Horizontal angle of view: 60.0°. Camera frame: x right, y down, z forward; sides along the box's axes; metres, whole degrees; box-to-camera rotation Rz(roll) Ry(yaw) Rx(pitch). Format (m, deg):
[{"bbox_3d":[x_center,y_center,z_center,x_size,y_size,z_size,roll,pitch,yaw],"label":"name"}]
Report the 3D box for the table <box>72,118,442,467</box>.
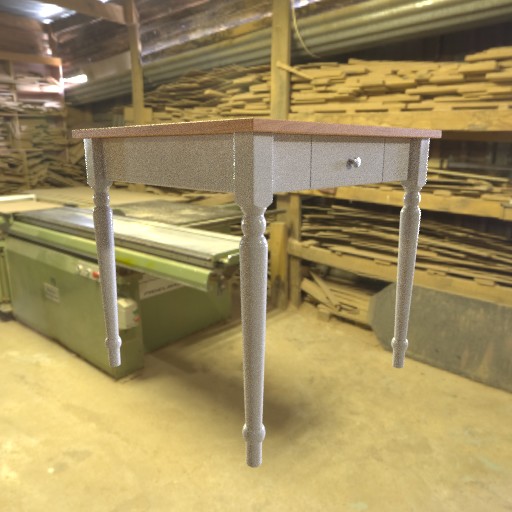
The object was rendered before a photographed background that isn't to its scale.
[{"bbox_3d":[0.000,0.000,1.351,0.747,0.738,0.747,-13,19,-43],"label":"table"}]
